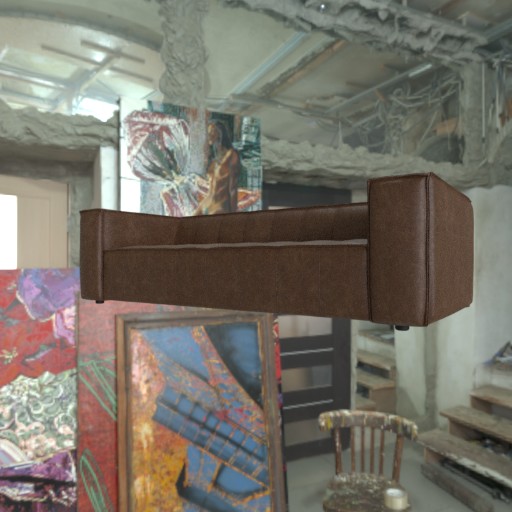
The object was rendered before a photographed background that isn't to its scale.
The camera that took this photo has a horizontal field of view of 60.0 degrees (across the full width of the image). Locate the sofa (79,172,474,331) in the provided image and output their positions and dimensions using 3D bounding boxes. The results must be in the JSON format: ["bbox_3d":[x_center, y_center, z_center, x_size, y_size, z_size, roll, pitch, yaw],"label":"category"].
[{"bbox_3d":[0.000,0.000,3.021,2.581,0.701,1.102,0,-1,35],"label":"sofa"}]
